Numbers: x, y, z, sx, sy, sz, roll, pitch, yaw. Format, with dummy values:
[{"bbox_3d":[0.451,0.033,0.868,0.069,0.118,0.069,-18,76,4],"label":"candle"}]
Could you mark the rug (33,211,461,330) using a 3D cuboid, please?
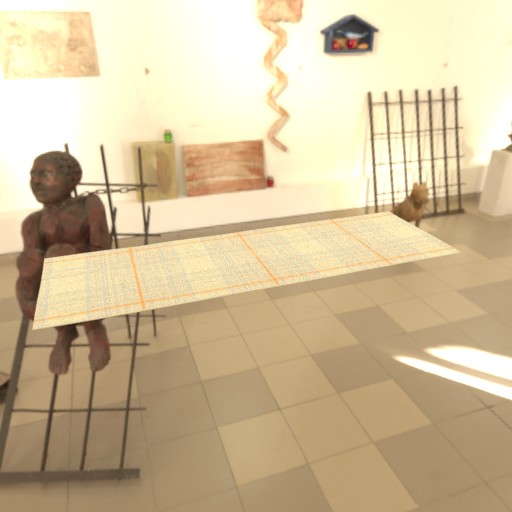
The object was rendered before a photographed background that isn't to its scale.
[{"bbox_3d":[0.000,0.000,2.717,2.442,0.016,0.770,-9,28,-17],"label":"rug"}]
